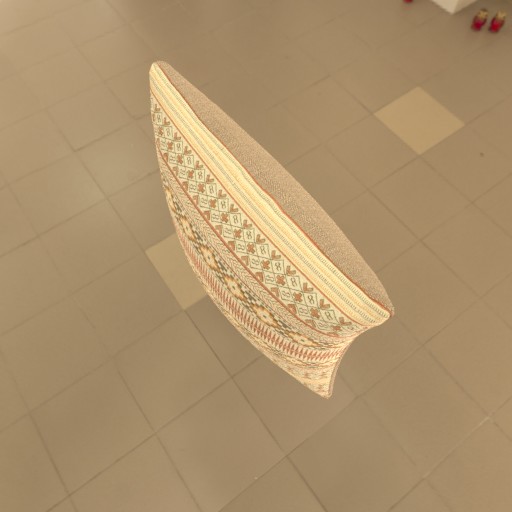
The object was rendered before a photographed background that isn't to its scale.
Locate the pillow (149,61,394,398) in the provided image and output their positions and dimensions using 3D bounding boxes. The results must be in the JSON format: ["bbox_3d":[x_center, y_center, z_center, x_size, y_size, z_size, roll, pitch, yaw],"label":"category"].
[{"bbox_3d":[0.000,0.000,0.806,0.215,0.519,0.521,-34,68,-16],"label":"pillow"}]
